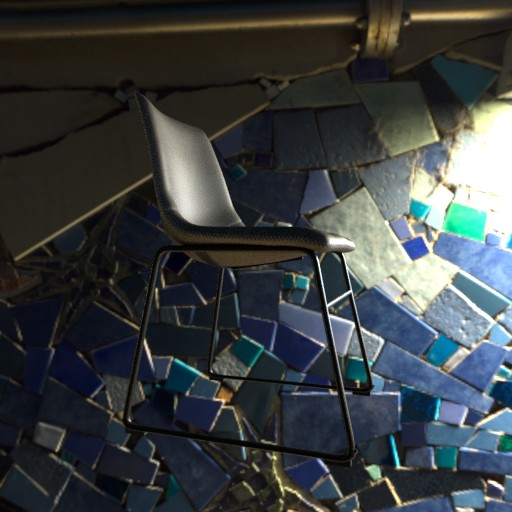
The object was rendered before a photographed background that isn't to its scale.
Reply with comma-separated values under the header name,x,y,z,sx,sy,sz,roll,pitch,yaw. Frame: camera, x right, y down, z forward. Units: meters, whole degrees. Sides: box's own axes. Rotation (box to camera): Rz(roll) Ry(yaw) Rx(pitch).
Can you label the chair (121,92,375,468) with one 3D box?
name,x,y,z,sx,sy,sz,roll,pitch,yaw
chair,0.000,0.000,1.115,0.550,0.780,0.460,0,0,19
